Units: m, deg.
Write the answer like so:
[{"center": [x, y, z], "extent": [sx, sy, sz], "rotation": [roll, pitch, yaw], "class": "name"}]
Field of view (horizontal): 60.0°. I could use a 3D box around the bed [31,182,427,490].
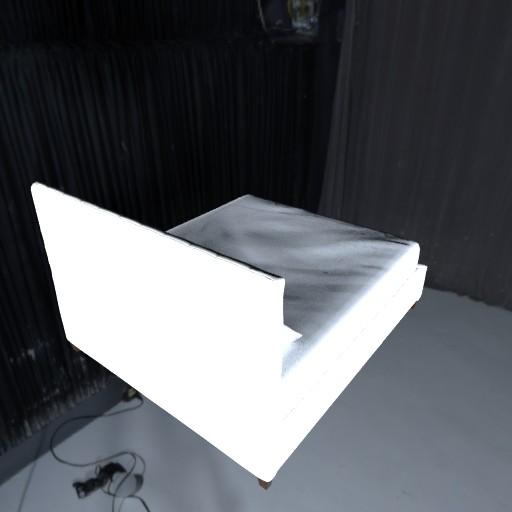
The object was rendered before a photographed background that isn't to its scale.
[{"center": [0.000, 0.000, 3.576], "extent": [2.078, 1.427, 2.387], "rotation": [21, 35, 33], "class": "bed"}]
